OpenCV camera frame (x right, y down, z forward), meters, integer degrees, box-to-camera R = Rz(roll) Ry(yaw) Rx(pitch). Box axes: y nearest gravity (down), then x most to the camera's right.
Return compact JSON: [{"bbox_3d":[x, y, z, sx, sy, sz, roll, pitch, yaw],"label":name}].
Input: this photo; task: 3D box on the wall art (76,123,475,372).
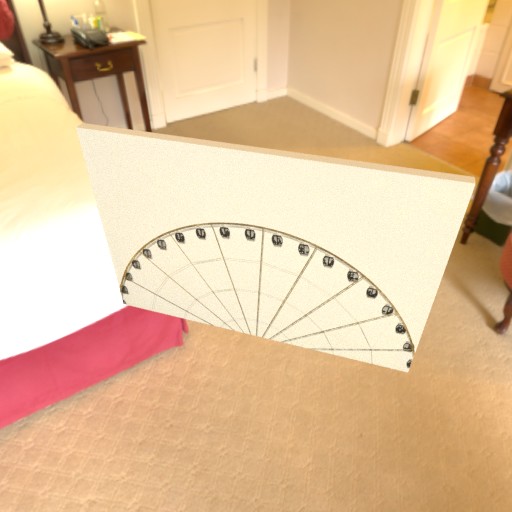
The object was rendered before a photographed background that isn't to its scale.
[{"bbox_3d":[0.000,0.000,1.479,1.144,0.767,0.038,11,41,13],"label":"wall art"}]
